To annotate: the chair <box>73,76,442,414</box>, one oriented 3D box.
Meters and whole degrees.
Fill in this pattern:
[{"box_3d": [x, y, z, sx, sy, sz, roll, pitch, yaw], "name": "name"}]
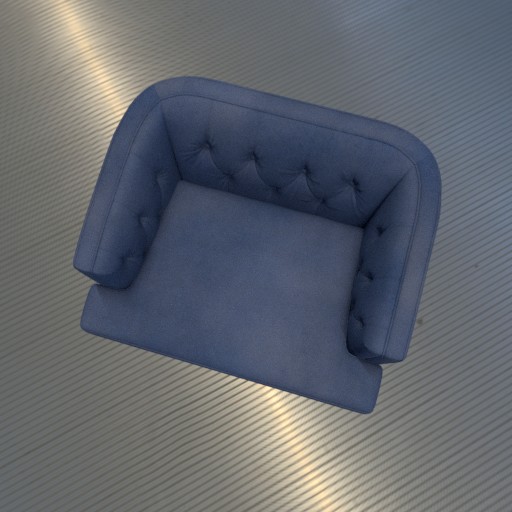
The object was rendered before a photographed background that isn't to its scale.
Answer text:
[{"box_3d": [0.000, 0.000, 1.728, 1.118, 0.787, 0.914, 15, 75, 4], "name": "chair"}]
